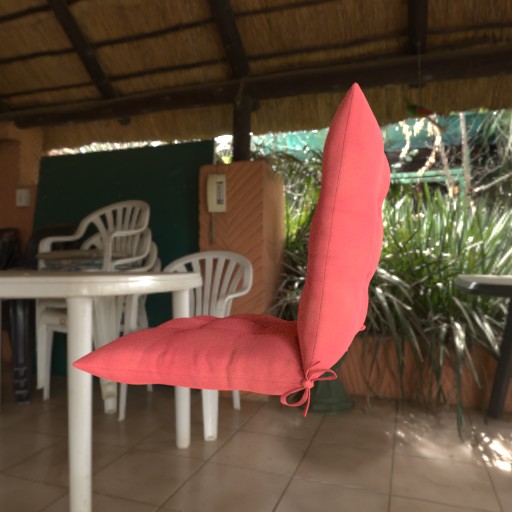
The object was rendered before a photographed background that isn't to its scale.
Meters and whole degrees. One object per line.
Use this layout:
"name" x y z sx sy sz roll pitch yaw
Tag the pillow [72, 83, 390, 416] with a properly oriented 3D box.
"pillow" 0.000 0.000 1.005 0.585 0.536 0.541 0 -1 18
